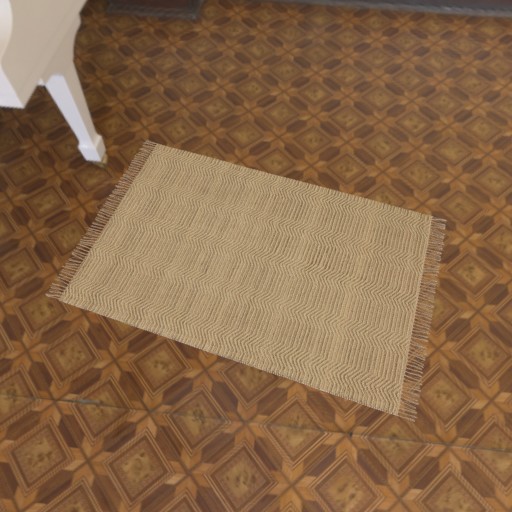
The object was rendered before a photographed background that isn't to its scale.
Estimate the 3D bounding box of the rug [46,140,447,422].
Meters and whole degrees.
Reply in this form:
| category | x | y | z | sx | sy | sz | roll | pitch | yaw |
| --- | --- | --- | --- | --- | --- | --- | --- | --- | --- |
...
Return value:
| category | x | y | z | sx | sy | sz | roll | pitch | yaw |
| --- | --- | --- | --- | --- | --- | --- | --- | --- | --- |
| rug | 0.000 | 0.000 | 2.532 | 2.021 | 0.027 | 1.224 | 17 | 61 | 10 |
